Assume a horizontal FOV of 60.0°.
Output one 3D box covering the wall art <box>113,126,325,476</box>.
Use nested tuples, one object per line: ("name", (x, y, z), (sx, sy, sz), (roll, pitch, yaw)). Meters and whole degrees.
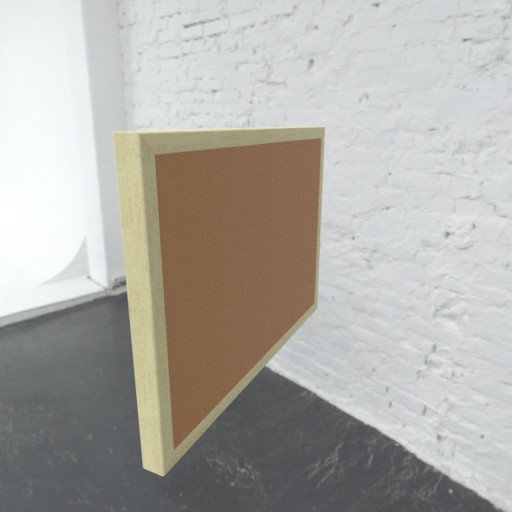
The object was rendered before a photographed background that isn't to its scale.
("wall art", (0.000, 0.000, 0.687), (0.032, 0.381, 0.533), (8, 19, 25))
